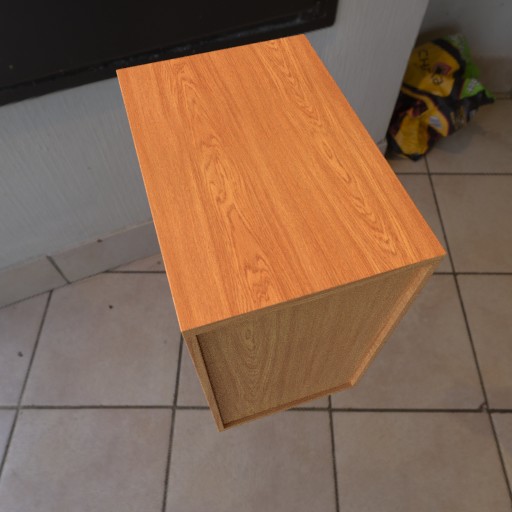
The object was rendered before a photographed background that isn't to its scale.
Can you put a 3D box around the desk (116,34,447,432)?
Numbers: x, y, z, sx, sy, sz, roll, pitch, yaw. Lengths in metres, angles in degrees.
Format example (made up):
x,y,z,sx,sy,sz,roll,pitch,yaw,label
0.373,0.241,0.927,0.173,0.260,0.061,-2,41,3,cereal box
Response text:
x,y,z,sx,sy,sz,roll,pitch,yaw,label
0.000,0.000,1.087,0.404,0.730,0.600,-15,59,-9,desk
